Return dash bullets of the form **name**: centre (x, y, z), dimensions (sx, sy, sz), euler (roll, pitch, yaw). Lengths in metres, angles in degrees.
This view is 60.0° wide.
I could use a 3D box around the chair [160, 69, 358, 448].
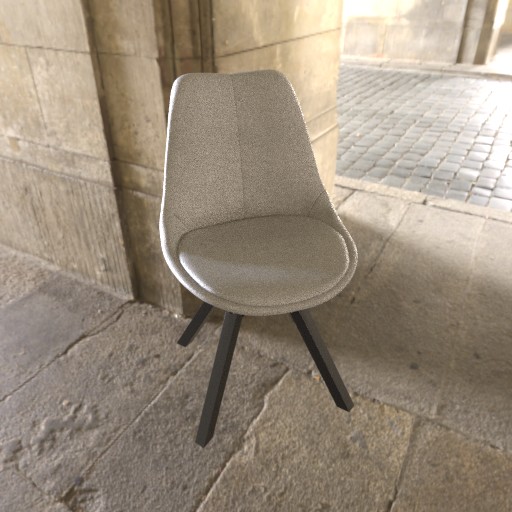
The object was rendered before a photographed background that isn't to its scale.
- **chair**: centre (0.000, 0.000, 1.192), dimensions (0.485, 0.850, 0.550), euler (-9, 33, -14)
